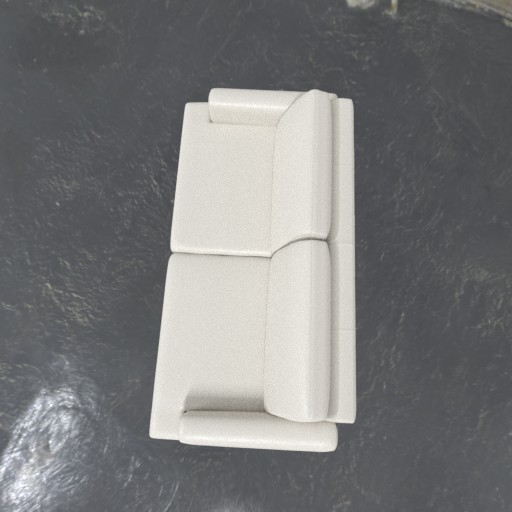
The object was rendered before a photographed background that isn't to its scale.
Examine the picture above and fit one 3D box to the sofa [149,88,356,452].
[{"bbox_3d":[0.000,0.000,2.436,0.974,0.765,1.940,3,74,1],"label":"sofa"}]
